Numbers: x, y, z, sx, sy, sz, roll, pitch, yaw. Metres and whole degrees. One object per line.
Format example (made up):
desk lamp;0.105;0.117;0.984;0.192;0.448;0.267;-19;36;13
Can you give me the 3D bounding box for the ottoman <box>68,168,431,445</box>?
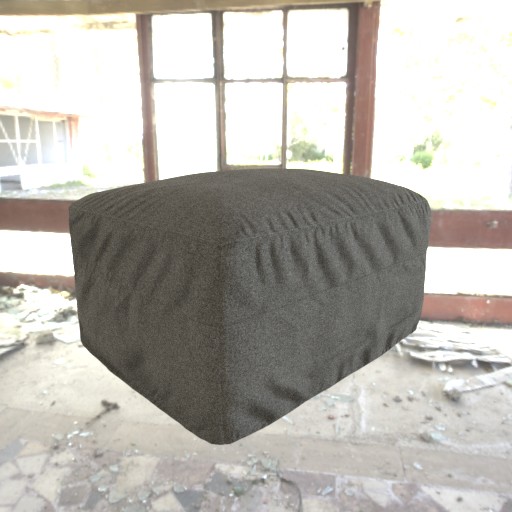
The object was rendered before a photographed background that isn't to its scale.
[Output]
ottoman;0.000;0.000;1.251;0.837;0.481;0.683;-13;19;-43
